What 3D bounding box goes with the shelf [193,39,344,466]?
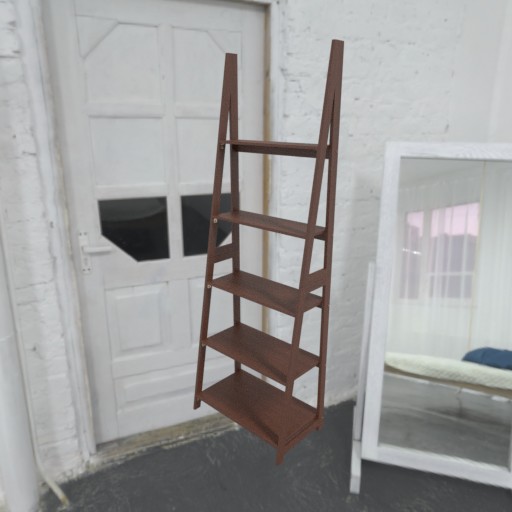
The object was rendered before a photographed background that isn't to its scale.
[{"bbox_3d":[0.000,0.000,2.032,0.600,1.770,0.350,16,24,40],"label":"shelf"}]
